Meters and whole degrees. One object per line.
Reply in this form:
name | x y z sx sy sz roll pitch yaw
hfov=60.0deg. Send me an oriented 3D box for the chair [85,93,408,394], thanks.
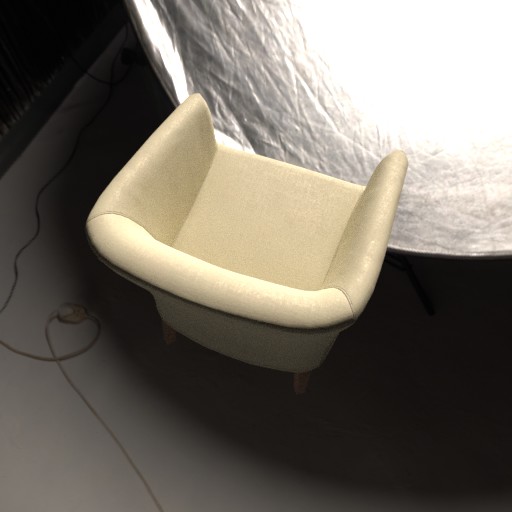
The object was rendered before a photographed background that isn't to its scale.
chair | 0.000 0.000 1.308 0.643 0.822 0.657 19 64 9
